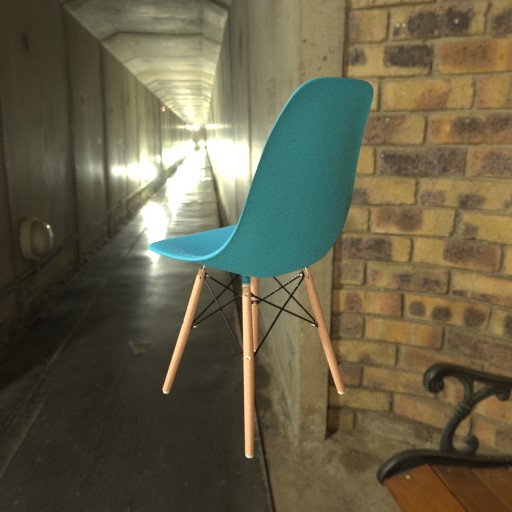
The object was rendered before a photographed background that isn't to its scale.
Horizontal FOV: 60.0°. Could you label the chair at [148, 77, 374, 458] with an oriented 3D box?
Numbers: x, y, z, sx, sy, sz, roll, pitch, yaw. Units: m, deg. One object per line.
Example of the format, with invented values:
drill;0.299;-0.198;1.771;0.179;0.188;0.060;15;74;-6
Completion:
chair;0.000;0.000;1.154;0.470;0.826;0.531;-15;22;-42
